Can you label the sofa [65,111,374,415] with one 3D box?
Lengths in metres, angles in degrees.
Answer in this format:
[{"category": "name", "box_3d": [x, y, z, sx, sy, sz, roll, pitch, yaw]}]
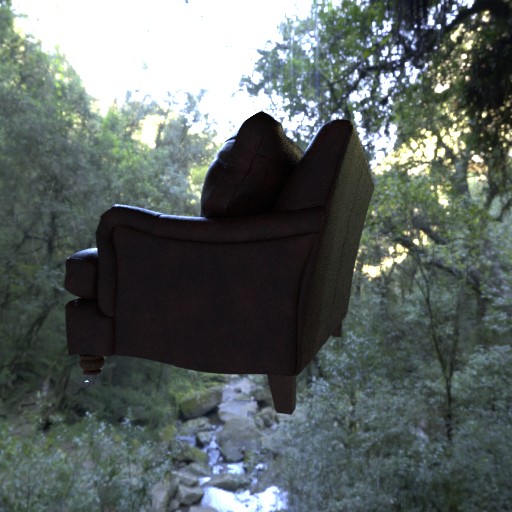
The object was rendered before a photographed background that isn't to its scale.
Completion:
[{"category": "sofa", "box_3d": [0.000, 0.000, 2.330, 1.148, 1.070, 1.628, 0, 1, 18]}]
